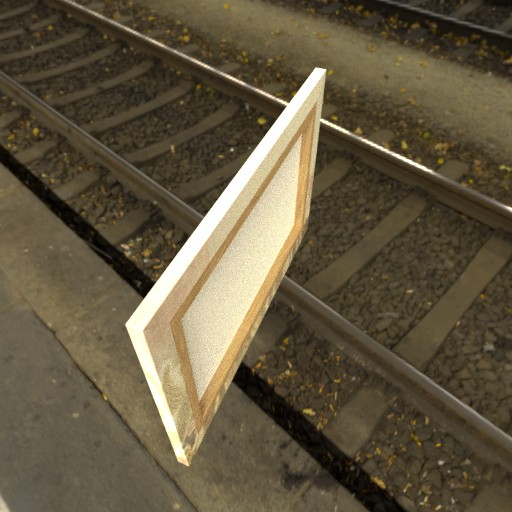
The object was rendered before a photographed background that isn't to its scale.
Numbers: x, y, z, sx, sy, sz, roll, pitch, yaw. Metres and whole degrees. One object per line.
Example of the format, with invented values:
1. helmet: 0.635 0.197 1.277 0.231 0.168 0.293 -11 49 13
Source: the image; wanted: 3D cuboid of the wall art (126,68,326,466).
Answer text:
1. wall art: 0.000 0.000 1.446 0.041 0.758 1.142 17 50 15
